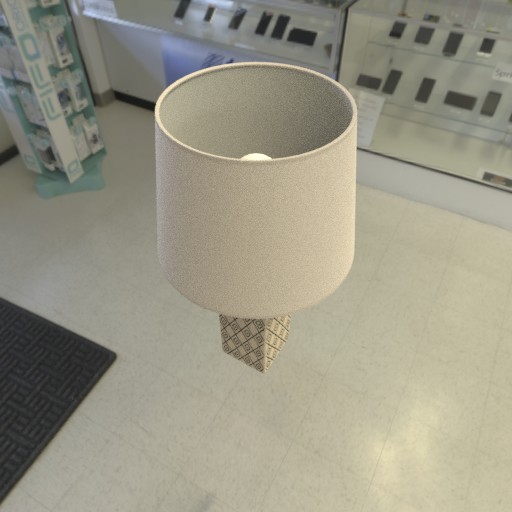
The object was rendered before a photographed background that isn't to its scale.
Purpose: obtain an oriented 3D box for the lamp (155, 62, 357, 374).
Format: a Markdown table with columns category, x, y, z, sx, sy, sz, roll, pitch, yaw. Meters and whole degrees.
| category | x | y | z | sx | sy | sz | roll | pitch | yaw |
| --- | --- | --- | --- | --- | --- | --- | --- | --- | --- |
| lamp | 0.000 | 0.000 | 0.596 | 0.251 | 0.435 | 0.251 | 0 | 46 | 0 |
